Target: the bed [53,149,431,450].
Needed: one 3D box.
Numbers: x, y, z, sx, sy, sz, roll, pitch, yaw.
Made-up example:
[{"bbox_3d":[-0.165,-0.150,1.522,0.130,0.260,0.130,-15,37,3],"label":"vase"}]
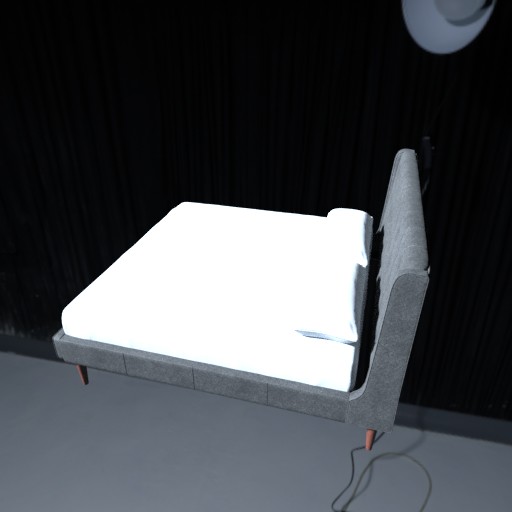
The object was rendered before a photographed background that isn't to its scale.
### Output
[{"bbox_3d":[0.000,0.000,2.508,1.638,0.933,1.531,8,30,14],"label":"bed"}]
